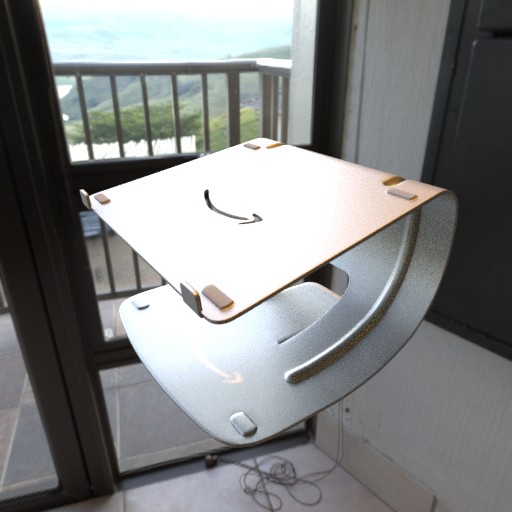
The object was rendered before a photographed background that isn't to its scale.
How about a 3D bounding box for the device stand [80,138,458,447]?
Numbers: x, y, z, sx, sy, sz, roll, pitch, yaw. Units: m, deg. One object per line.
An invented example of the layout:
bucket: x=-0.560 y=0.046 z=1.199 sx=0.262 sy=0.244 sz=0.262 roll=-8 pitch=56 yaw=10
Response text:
device stand: x=0.000 y=0.000 z=0.406 sx=0.236 sy=0.155 sz=0.256 roll=-17 pitch=31 yaw=-31
